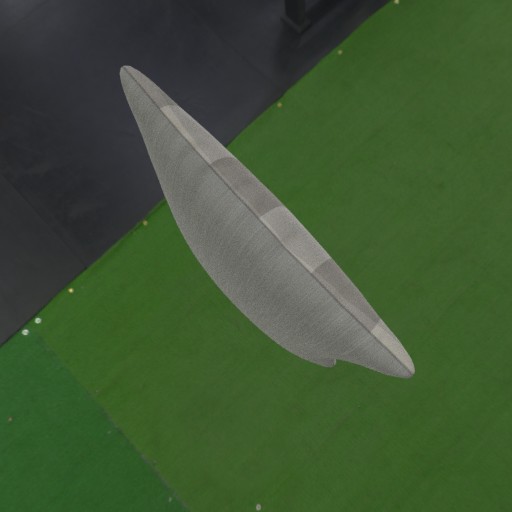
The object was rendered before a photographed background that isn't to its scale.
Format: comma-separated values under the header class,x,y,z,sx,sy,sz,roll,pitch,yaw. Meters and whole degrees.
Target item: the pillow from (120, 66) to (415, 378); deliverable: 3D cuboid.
class,x,y,z,sx,sy,sz,roll,pitch,yaw
pillow,0.000,0.000,0.766,0.161,0.509,0.511,-41,80,-8
